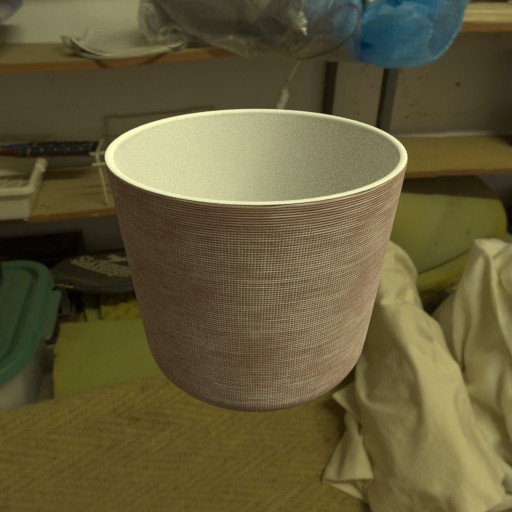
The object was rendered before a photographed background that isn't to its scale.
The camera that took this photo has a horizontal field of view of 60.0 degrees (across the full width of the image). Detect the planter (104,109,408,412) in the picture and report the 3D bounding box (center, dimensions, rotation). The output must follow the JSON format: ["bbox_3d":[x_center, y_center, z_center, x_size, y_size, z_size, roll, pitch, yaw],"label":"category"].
[{"bbox_3d":[0.000,0.000,0.772,0.440,0.398,0.440,0,31,0],"label":"planter"}]
